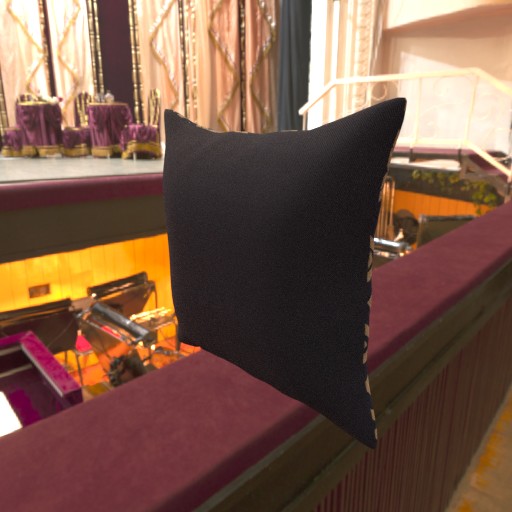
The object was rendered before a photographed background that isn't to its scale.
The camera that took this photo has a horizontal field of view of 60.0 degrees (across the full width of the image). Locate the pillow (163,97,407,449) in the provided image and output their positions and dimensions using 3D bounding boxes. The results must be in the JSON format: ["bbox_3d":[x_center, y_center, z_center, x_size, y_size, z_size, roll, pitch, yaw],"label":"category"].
[{"bbox_3d":[0.000,0.000,0.759,0.188,0.494,0.504,-15,22,-43],"label":"pillow"}]
